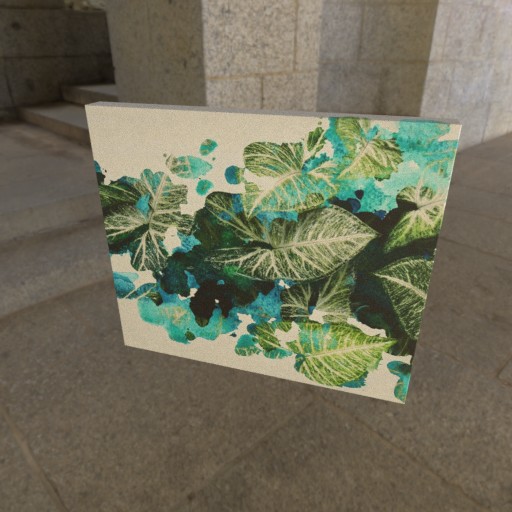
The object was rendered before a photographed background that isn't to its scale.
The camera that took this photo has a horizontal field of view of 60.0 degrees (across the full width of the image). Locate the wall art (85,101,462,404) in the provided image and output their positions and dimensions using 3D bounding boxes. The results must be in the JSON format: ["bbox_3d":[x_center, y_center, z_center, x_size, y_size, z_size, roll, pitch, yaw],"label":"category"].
[{"bbox_3d":[0.000,0.000,0.691,0.507,0.435,0.041,8,28,15],"label":"wall art"}]
